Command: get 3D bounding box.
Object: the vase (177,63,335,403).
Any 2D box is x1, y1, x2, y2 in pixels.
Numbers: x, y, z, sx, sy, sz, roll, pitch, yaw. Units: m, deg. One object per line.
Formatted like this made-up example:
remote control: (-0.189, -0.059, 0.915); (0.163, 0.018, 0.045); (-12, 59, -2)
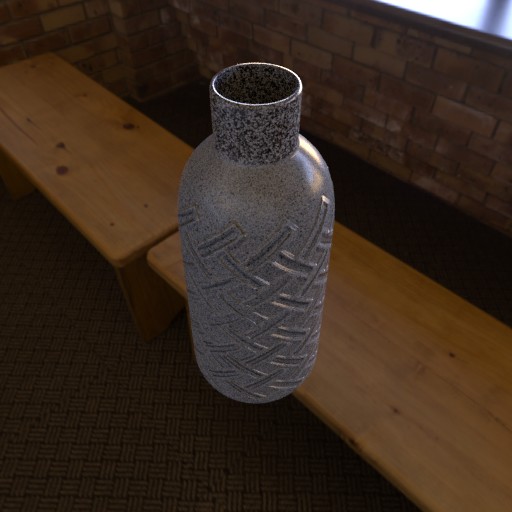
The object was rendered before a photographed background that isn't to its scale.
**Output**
vase: (0.000, 0.000, 0.348); (0.122, 0.282, 0.122); (0, 48, 0)
